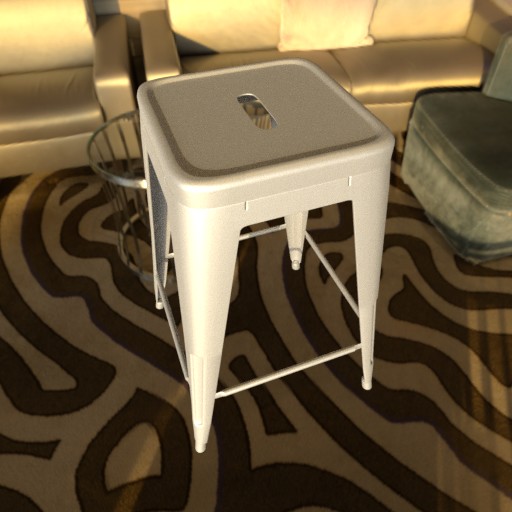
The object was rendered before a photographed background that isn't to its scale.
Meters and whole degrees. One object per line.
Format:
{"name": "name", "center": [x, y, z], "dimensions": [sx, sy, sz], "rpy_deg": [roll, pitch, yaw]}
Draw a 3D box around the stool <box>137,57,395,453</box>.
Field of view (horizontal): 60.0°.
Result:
{"name": "stool", "center": [0.000, 0.000, 0.851], "dimensions": [0.406, 0.610, 0.406], "rpy_deg": [-15, 48, -14]}
